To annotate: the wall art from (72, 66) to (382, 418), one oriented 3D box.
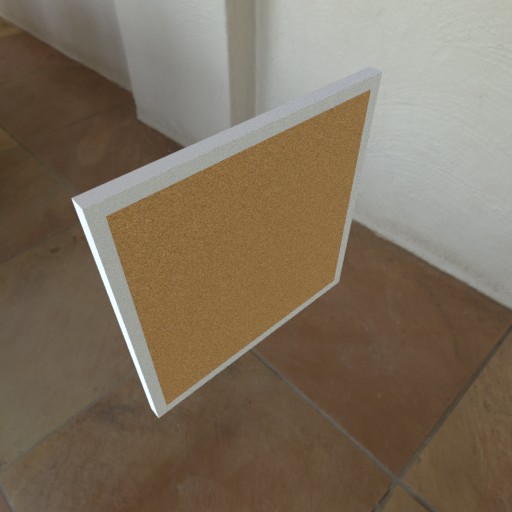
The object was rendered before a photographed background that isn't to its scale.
[{"bbox_3d":[0.000,0.000,1.156,0.762,0.762,0.038,-32,54,-27],"label":"wall art"}]
